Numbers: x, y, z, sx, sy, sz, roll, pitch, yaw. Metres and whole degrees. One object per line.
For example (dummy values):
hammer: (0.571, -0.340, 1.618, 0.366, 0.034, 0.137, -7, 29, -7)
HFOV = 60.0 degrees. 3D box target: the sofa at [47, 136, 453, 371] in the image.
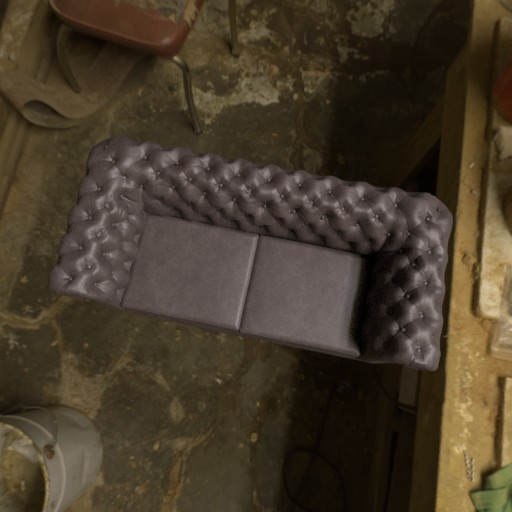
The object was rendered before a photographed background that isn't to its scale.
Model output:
sofa: (0.000, 0.000, 2.627, 2.048, 0.779, 0.944, 11, 76, 3)
